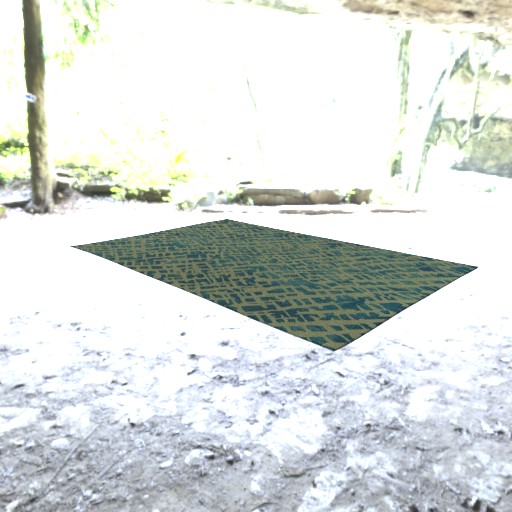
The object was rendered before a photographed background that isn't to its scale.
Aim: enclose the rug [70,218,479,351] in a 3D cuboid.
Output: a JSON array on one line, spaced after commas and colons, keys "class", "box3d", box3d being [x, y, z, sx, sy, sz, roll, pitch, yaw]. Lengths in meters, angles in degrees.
[{"class": "rug", "box3d": [0.000, 0.000, 2.341, 1.830, 0.011, 1.209, 14, 21, 43]}]
